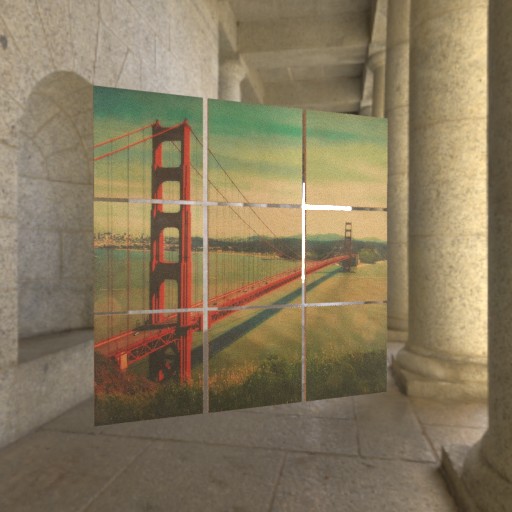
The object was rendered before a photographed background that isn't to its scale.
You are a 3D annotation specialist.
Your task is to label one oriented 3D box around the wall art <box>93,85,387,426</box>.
[{"bbox_3d":[0.000,0.000,1.769,1.217,1.207,0.016,0,0,-19],"label":"wall art"}]
